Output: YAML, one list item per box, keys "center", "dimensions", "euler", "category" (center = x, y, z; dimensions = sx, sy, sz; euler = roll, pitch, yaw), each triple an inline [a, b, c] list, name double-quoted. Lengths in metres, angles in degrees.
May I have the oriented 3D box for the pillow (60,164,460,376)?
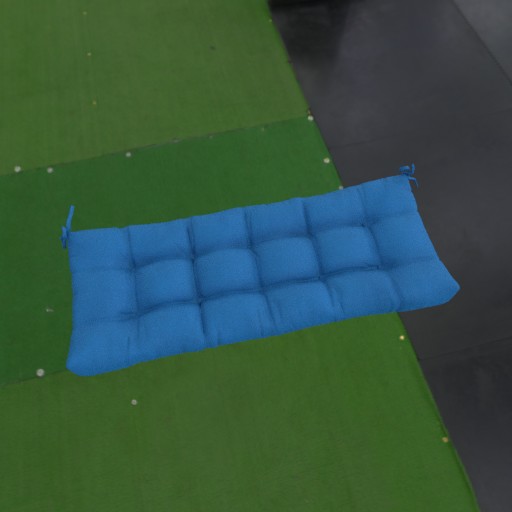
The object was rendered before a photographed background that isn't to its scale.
- center: [0.000, 0.000, 1.359]
  dimensions: [1.194, 0.174, 0.511]
  euler: [-11, 64, -5]
  category: "pillow"
